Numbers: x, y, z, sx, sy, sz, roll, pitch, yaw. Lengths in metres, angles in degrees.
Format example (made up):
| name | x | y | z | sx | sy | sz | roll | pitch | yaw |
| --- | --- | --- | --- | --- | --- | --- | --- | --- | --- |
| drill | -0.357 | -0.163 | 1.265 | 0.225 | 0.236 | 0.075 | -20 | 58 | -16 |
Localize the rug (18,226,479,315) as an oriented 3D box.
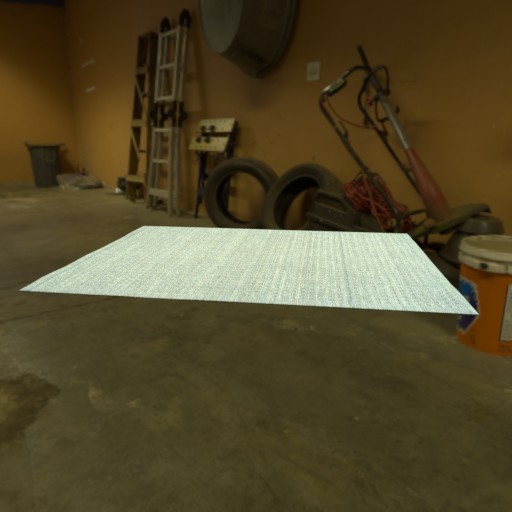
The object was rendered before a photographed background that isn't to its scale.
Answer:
| name | x | y | z | sx | sy | sz | roll | pitch | yaw |
| --- | --- | --- | --- | --- | --- | --- | --- | --- | --- |
| rug | 0.000 | 0.000 | 4.184 | 3.200 | 0.007 | 2.443 | 2 | 15 | 8 |
